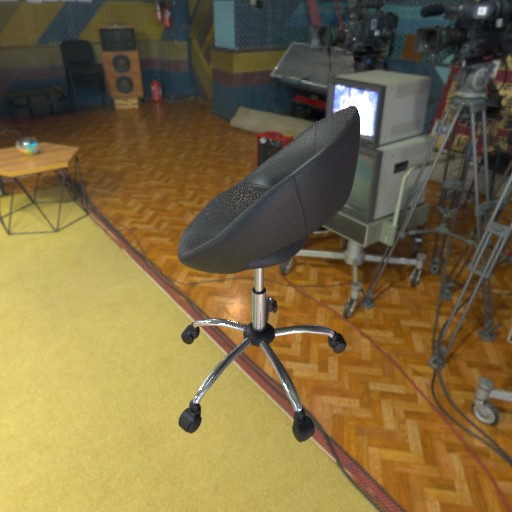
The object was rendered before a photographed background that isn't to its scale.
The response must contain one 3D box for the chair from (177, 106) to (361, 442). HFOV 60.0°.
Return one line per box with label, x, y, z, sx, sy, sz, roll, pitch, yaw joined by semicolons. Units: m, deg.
chair;0.000;0.000;1.199;0.538;0.791;0.612;8;31;13
